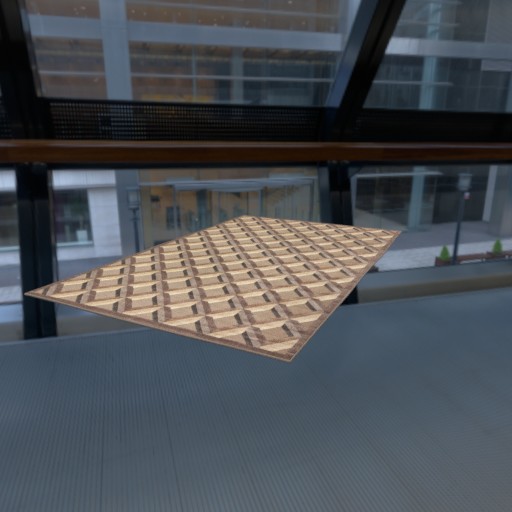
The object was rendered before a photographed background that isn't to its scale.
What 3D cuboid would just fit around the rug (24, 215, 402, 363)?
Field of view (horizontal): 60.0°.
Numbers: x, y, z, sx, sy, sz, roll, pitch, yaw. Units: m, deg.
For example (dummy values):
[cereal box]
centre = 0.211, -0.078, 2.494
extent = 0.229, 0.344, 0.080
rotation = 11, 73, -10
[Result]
[rug]
centre = 0.000, 0.000, 2.110
extent = 1.066, 0.011, 1.677
rotation = 8, 18, 26
